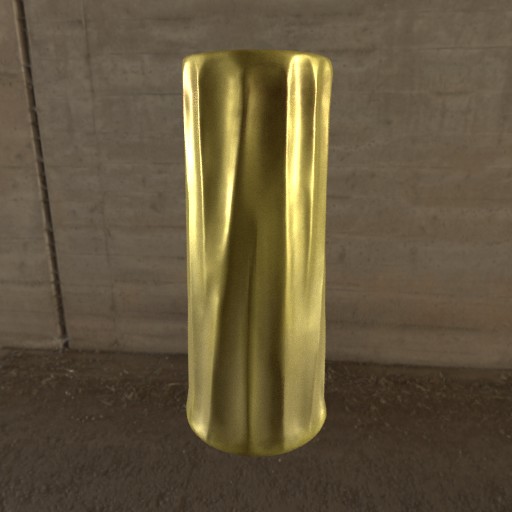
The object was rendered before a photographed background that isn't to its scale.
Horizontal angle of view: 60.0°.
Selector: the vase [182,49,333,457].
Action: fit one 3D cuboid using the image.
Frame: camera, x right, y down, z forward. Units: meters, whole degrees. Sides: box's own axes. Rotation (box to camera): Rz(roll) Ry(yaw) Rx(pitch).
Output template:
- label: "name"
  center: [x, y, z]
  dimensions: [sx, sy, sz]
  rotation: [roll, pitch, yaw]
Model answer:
- label: "vase"
  center: [0.000, 0.000, 0.175]
  dimensions: [0.061, 0.143, 0.061]
  rotation: [0, 17, 0]
